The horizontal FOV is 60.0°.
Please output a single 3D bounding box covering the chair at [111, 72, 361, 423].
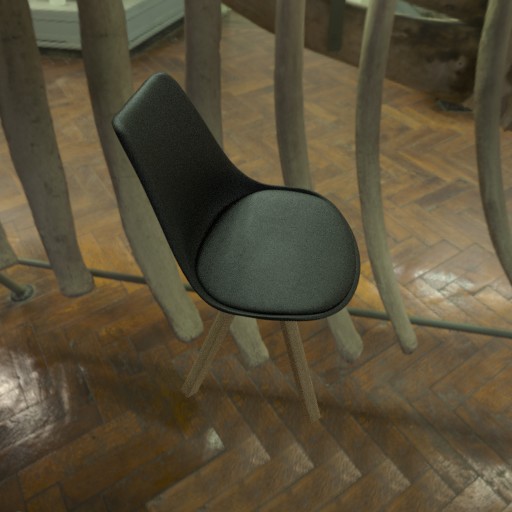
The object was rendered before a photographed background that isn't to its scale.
[{"bbox_3d":[0.000,0.000,1.185,0.549,0.850,0.485,9,46,8],"label":"chair"}]
